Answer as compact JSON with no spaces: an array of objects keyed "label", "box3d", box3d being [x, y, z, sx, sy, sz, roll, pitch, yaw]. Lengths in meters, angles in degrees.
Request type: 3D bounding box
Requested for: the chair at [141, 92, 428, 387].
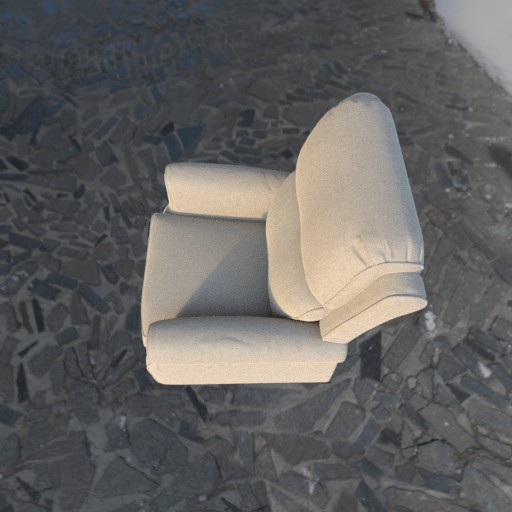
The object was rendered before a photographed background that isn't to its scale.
[{"label":"chair","box3d":[0.000,0.000,1.723,0.919,1.046,0.859,-1,59,-1]}]
